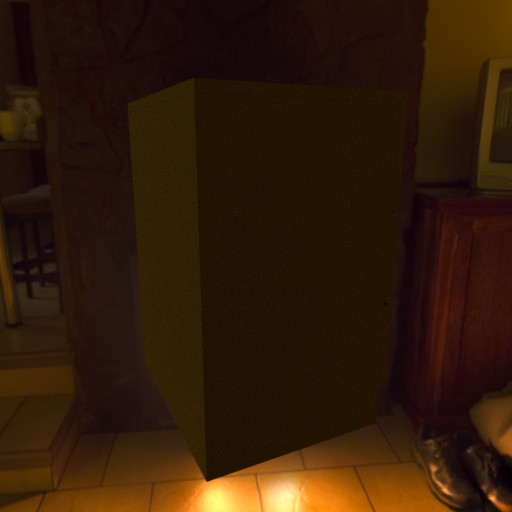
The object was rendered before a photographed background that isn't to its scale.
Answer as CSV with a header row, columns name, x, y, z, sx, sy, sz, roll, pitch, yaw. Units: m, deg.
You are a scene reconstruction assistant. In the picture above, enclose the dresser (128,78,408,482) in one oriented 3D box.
name,x,y,z,sx,sy,sz,roll,pitch,yaw
dresser,0.000,0.000,0.835,0.360,0.560,0.400,-7,16,-25
